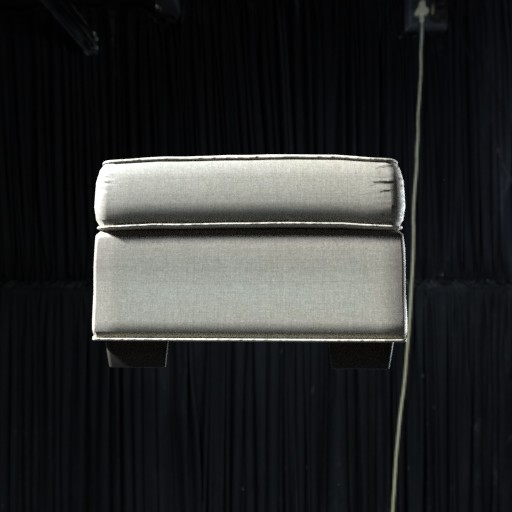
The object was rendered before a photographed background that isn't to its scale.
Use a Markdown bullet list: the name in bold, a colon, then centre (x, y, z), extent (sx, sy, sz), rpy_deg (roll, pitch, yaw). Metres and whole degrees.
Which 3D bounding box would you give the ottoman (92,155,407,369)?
- **ottoman**: centre (0.000, 0.000, 1.392), extent (0.617, 0.448, 1.097), rpy_deg (0, 0, 2)
